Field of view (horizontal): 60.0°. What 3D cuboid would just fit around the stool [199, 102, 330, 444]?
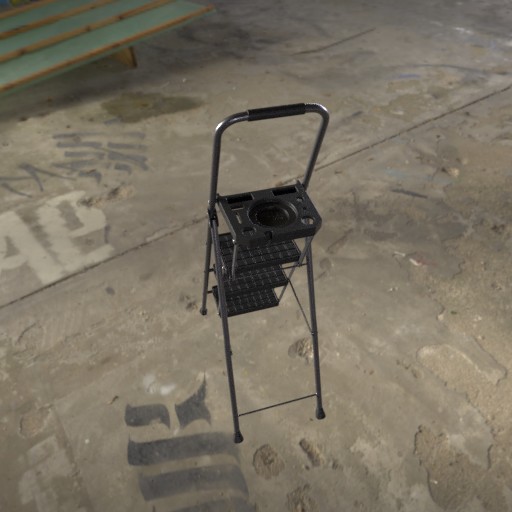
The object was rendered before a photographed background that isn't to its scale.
[{"bbox_3d":[0.000,0.000,1.624,0.396,1.277,0.733,-11,43,-12],"label":"stool"}]
